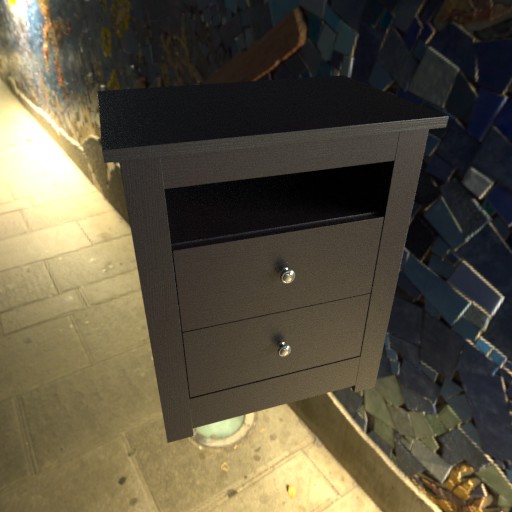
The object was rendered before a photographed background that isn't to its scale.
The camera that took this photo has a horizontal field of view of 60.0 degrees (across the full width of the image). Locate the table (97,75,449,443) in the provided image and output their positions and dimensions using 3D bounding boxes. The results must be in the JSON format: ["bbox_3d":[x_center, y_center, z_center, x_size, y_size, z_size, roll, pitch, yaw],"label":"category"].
[{"bbox_3d":[0.000,0.000,1.060,0.589,0.711,0.408,-10,34,-15],"label":"table"}]
